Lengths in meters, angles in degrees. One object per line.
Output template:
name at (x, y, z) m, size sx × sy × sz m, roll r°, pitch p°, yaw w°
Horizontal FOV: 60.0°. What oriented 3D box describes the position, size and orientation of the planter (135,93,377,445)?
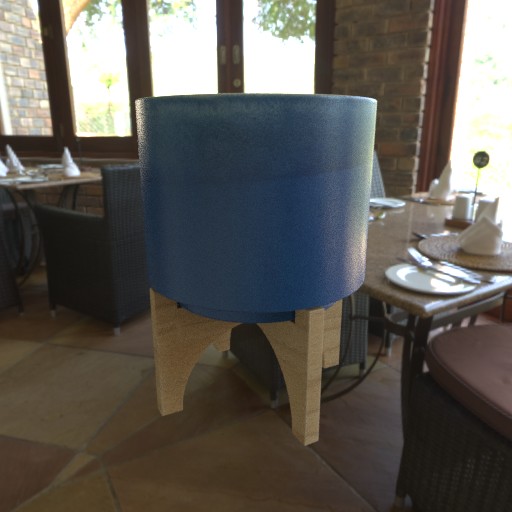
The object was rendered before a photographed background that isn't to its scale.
planter at (0.000, 0.000, 0.400) m, size 0.192 × 0.263 × 0.192 m, roll 0°, pitch 16°, yaw 0°
